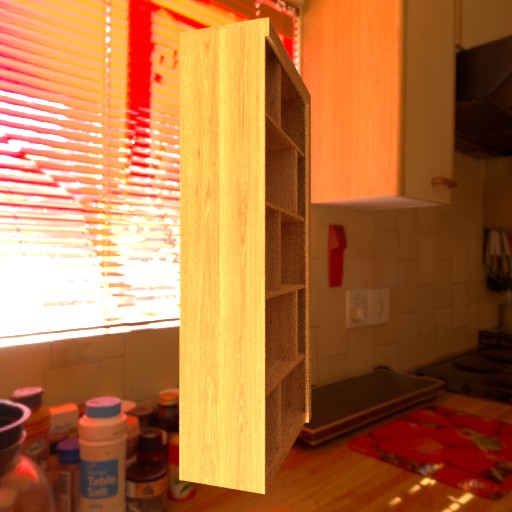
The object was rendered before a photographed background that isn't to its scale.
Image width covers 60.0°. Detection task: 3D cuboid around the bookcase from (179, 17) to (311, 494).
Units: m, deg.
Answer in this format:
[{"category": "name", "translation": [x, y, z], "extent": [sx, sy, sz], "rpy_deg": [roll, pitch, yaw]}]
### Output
[{"category": "bookcase", "translation": [0.000, 0.000, 2.390], "extent": [0.420, 2.020, 0.950], "rpy_deg": [0, 0, 18]}]
